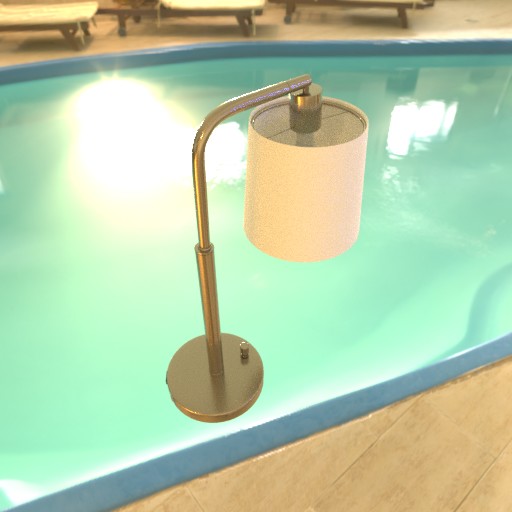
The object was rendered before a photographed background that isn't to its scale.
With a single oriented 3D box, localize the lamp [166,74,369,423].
[{"bbox_3d":[0.000,0.000,0.643,0.333,0.489,0.171,-24,47,-25],"label":"lamp"}]
